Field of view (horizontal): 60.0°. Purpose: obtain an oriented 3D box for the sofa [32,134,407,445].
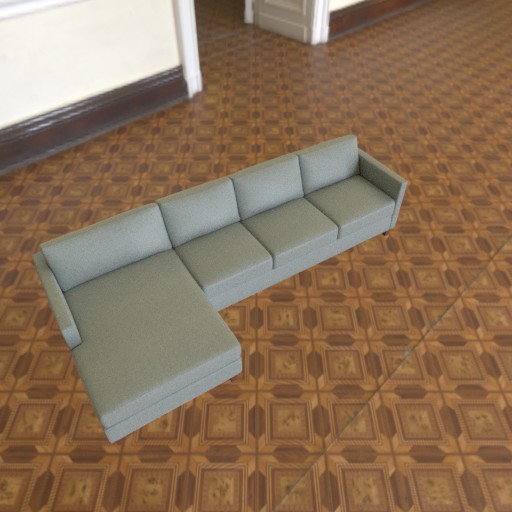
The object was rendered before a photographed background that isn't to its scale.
[{"bbox_3d":[0.000,0.000,4.062,3.470,0.953,1.600,-24,49,-22],"label":"sofa"}]
